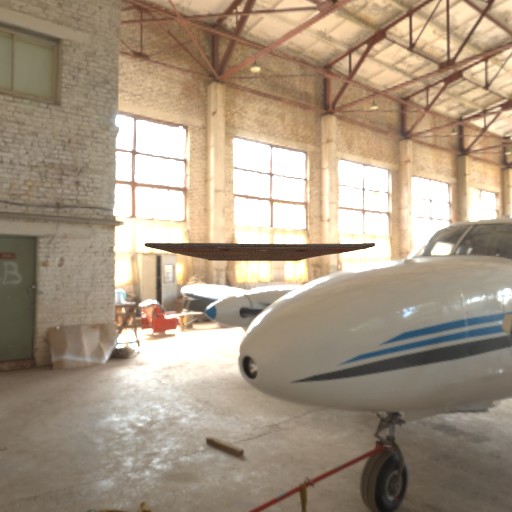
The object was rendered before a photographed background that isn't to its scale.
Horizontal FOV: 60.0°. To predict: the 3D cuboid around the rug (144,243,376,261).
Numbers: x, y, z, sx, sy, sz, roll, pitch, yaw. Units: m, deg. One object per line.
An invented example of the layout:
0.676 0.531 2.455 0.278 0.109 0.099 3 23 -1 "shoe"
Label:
0.000 0.000 2.613 0.744 0.022 2.419 0 -2 -1 "rug"
